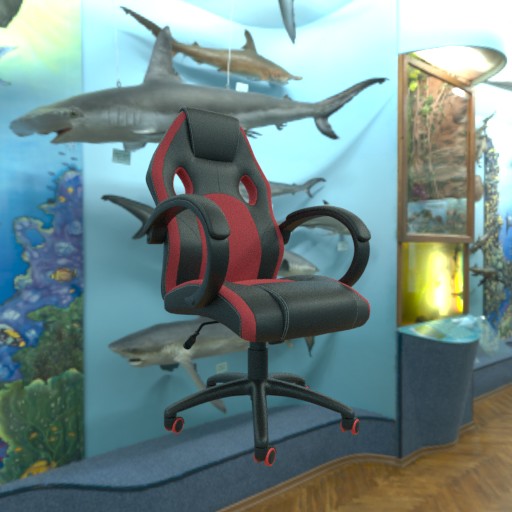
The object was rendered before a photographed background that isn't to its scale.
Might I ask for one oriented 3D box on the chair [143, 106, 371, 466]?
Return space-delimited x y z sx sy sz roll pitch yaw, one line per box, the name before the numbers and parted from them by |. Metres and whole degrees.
chair | 0.000 0.000 1.587 0.673 1.187 0.724 -1 1 -37
